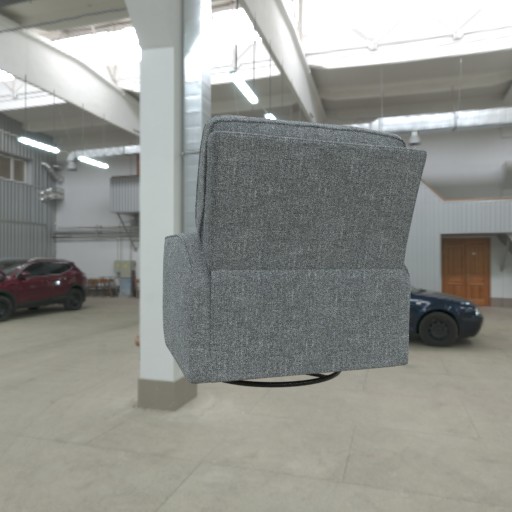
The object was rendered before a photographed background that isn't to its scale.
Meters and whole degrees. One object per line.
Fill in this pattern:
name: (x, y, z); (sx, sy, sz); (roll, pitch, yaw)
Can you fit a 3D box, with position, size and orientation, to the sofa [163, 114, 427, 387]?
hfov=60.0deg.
sofa: (0.000, 0.000, 2.088); (0.861, 0.959, 1.472); (0, 0, -18)
